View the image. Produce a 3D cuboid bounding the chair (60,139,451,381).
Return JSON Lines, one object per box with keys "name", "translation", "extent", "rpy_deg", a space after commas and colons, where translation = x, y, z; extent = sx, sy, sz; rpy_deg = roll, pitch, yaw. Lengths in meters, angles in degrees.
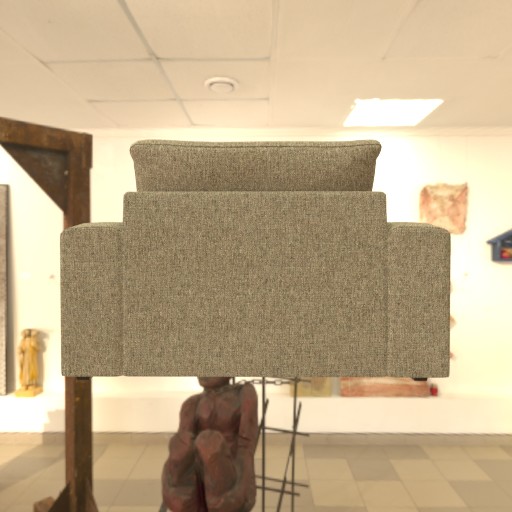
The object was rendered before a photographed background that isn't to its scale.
{"name": "chair", "translation": [0.000, 0.000, 2.095], "extent": [1.398, 0.915, 1.039], "rpy_deg": [0, 1, 1]}
